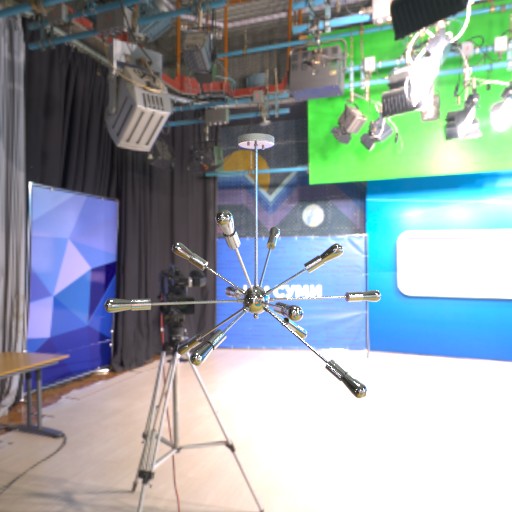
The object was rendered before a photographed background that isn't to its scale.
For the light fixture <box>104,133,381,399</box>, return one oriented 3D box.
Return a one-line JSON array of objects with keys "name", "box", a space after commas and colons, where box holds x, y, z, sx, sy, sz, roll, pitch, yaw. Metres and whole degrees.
[{"name": "light fixture", "box": [0.000, 0.000, 1.053, 0.684, 0.558, 0.509, 0, 1, -18]}]
